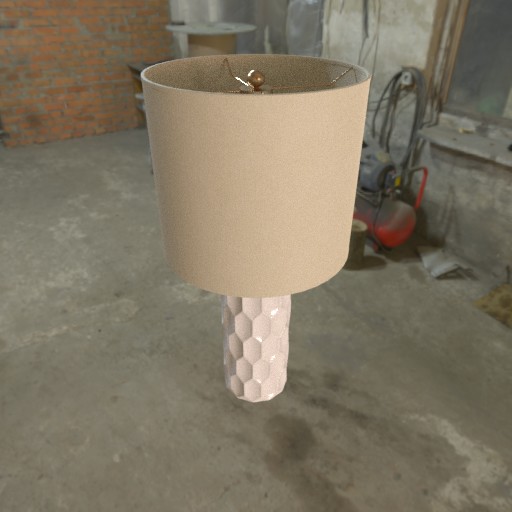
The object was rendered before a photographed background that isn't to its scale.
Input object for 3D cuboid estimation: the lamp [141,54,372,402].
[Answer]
[{"bbox_3d":[0.000,0.000,0.685,0.277,0.537,0.277,11,33,16],"label":"lamp"}]
